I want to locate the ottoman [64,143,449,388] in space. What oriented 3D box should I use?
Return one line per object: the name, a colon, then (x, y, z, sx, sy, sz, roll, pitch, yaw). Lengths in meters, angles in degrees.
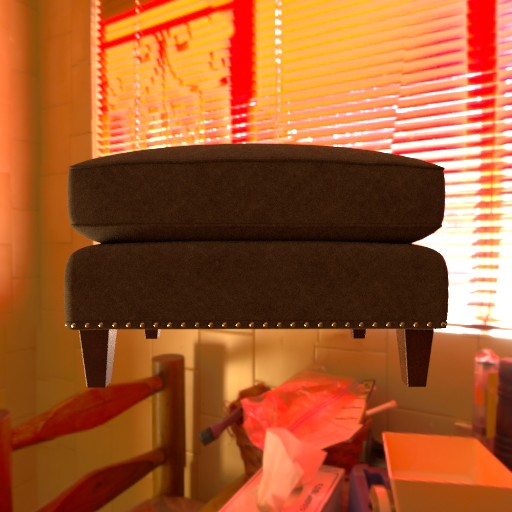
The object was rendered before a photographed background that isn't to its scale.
ottoman: (0.000, 0.000, 1.129, 0.741, 0.513, 0.584, 0, 1, 0)
